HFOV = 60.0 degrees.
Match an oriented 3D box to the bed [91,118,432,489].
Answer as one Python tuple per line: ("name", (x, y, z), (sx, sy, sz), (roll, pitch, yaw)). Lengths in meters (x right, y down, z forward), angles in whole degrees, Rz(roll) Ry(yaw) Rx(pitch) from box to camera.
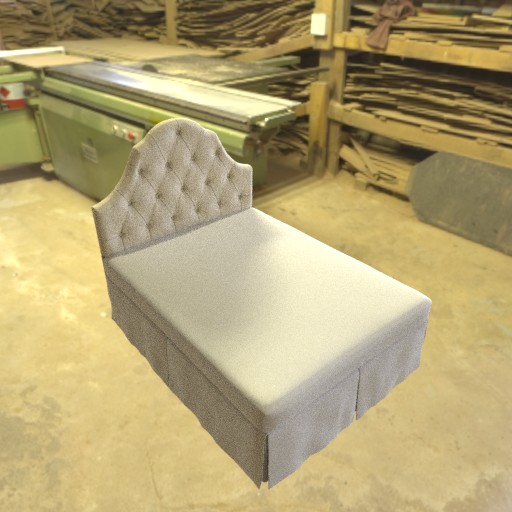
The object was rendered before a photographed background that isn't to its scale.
("bed", (0.000, 0.000, 3.207), (1.627, 1.575, 2.092), (-23, 38, -33))
